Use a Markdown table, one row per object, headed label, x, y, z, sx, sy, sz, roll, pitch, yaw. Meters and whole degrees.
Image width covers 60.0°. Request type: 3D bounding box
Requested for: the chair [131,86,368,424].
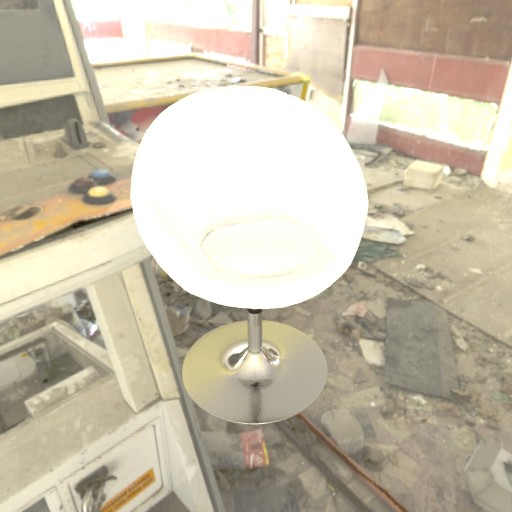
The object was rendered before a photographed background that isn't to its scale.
| label | x | y | z | sx | sy | sz | roll | pitch | yaw |
| --- | --- | --- | --- | --- | --- | --- | --- | --- | --- |
| chair | 0.000 | 0.000 | 1.872 | 0.940 | 1.261 | 0.736 | -9 | 32 | -14 |
